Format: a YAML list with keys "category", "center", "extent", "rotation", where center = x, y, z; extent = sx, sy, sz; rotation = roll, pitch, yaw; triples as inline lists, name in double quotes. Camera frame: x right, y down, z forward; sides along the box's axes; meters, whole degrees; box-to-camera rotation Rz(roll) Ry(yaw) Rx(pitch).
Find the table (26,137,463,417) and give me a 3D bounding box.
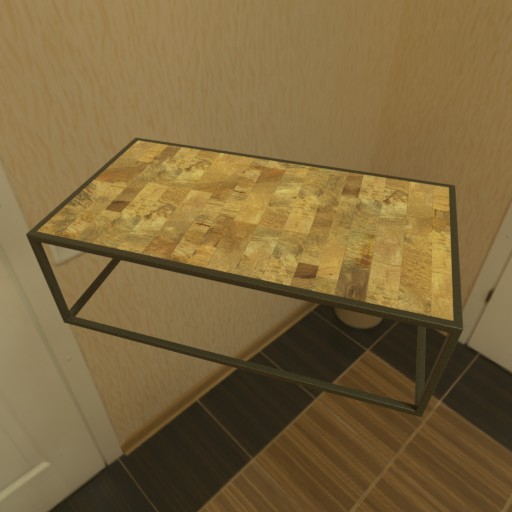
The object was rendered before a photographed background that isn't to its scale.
- category: "table"
  center: [0.000, 0.000, 1.516]
  extent: [1.199, 0.398, 0.649]
  rotation: [11, 42, 13]
